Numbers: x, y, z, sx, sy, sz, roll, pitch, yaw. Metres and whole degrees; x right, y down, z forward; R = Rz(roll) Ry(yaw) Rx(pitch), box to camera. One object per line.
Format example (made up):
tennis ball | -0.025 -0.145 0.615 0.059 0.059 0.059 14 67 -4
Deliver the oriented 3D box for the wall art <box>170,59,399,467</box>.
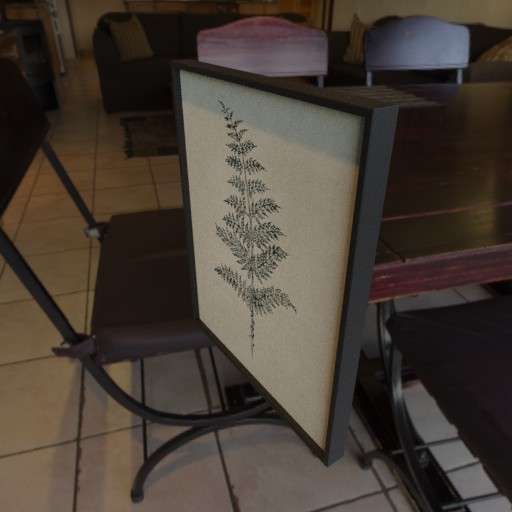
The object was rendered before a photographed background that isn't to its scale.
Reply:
wall art | 0.000 0.000 0.734 0.039 0.555 0.449 -20 36 -30
